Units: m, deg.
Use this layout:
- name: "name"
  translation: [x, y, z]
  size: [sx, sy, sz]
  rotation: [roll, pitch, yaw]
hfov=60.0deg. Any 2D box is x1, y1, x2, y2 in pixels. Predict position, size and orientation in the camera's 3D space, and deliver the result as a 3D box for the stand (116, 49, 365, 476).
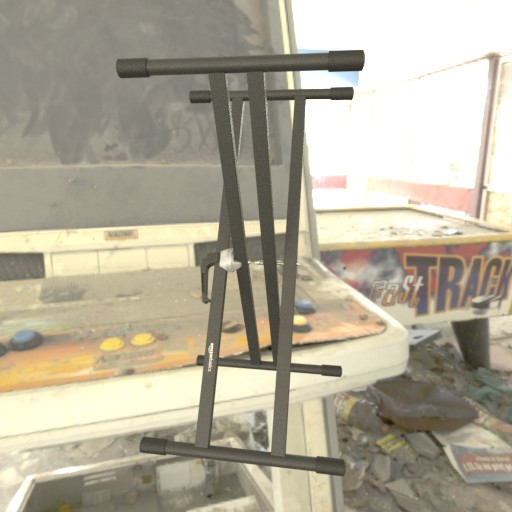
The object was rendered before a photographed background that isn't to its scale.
- name: "stand"
  translation: [0.000, 0.000, 1.176]
  size: [0.495, 0.900, 0.503]
  rotation: [2, 13, 9]
